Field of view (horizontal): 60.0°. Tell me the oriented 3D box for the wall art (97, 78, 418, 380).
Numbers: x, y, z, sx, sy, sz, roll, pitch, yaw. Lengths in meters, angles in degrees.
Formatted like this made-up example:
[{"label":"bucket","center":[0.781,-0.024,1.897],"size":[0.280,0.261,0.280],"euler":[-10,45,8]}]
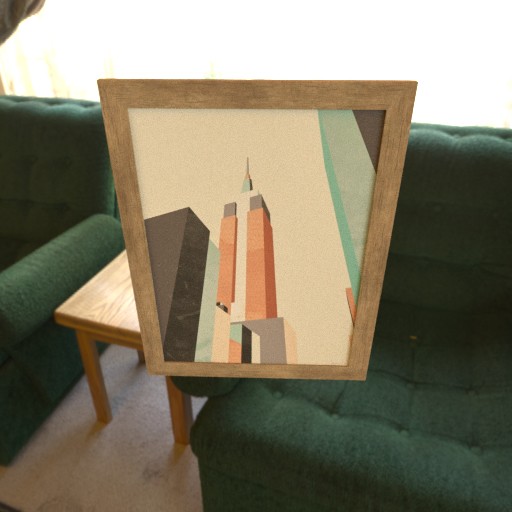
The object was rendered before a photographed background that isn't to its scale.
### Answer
[{"label":"wall art","center":[0.000,0.000,0.918],"size":[0.534,0.686,0.018],"euler":[1,31,2]}]
